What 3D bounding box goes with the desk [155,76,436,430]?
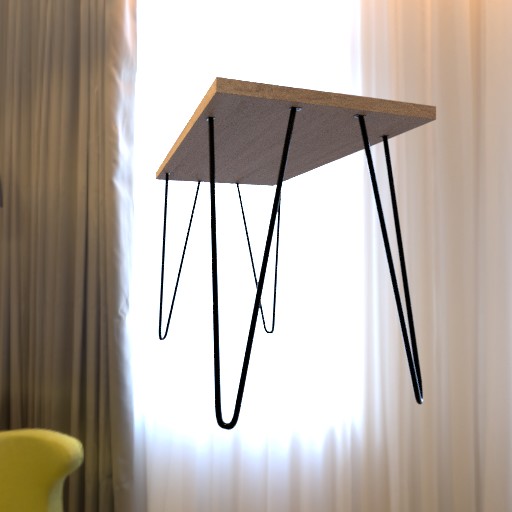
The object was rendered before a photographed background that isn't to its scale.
[{"bbox_3d":[0.000,0.000,1.365,0.499,0.660,0.991,0,0,-19],"label":"desk"}]
